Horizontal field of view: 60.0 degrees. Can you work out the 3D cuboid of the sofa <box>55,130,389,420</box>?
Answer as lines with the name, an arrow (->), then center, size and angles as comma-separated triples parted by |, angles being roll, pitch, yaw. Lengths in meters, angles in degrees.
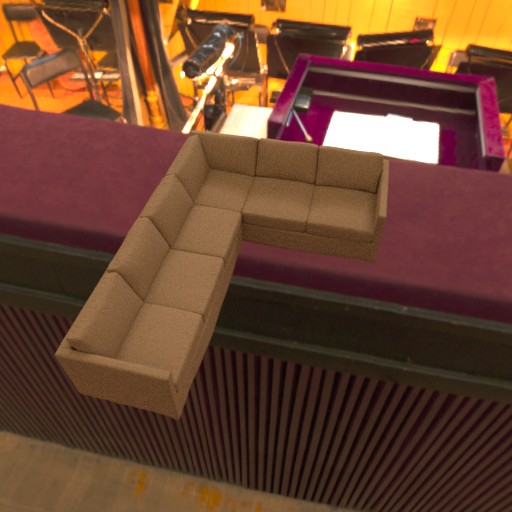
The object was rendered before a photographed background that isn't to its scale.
sofa -> 0.000, 0.000, 4.415 | 2.432, 0.871, 3.182 | 10, 48, 9
